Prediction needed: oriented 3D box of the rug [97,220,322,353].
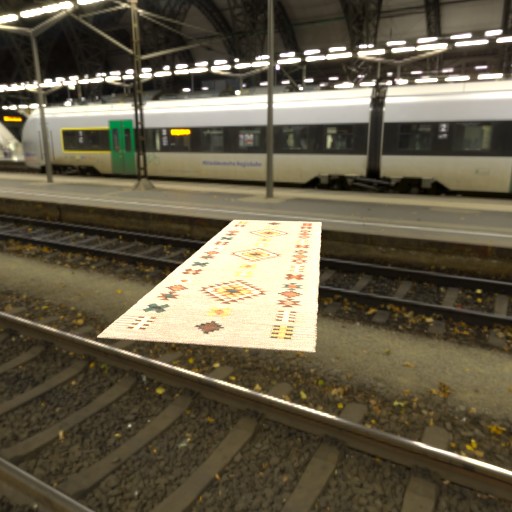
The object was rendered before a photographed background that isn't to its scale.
[{"bbox_3d":[0.000,0.000,2.667,0.766,0.008,2.432,2,15,8],"label":"rug"}]
